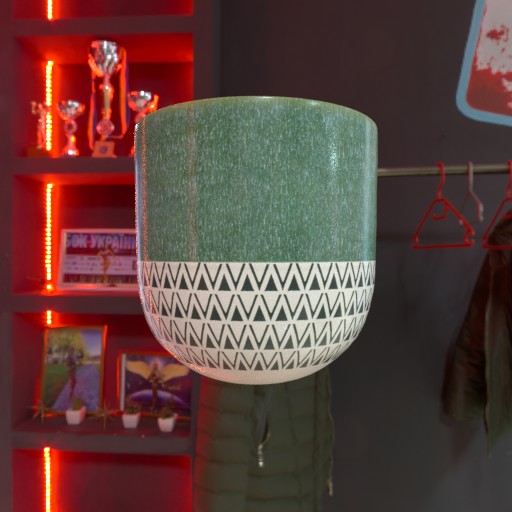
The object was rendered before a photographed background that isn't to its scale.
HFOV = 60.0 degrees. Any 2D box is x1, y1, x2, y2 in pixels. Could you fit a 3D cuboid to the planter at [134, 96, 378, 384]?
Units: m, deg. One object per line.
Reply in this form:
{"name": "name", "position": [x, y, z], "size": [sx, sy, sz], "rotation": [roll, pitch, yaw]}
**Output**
{"name": "planter", "position": [0.000, 0.000, 0.503], "size": [0.266, 0.270, 0.266], "rotation": [0, 0, 0]}
